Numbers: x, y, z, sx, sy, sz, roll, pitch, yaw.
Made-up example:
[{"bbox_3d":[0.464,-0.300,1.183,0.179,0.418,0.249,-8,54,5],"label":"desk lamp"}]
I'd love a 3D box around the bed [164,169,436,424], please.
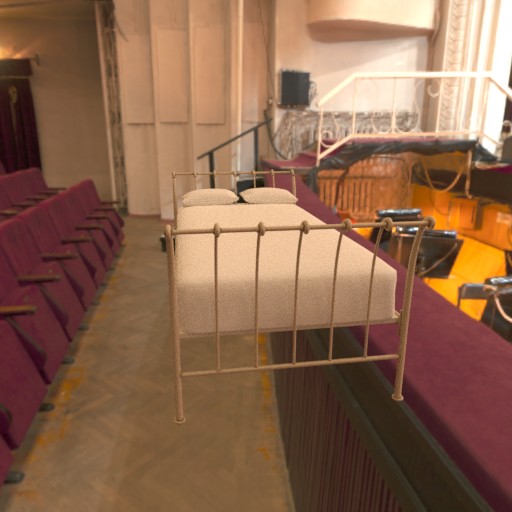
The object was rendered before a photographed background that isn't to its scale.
[{"bbox_3d":[0.000,0.000,2.753,1.032,0.873,2.228,-3,16,-9],"label":"bed"}]
